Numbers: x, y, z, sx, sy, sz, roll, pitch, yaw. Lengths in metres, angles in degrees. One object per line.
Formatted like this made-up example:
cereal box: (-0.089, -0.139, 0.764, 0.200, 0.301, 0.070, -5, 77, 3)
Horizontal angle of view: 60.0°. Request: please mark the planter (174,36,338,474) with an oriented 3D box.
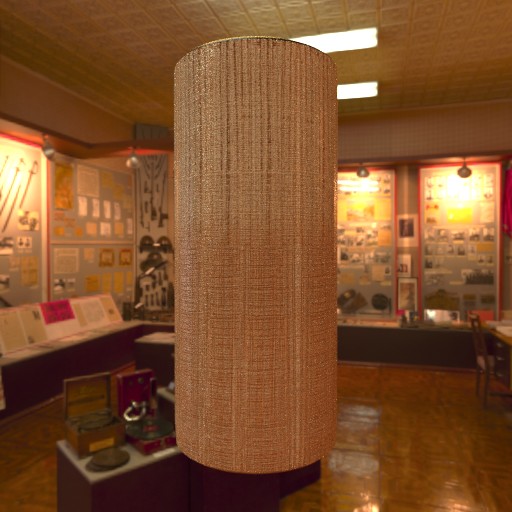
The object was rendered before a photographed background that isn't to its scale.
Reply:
planter: (0.000, 0.000, 0.277, 0.100, 0.227, 0.100, 0, 1, 17)
